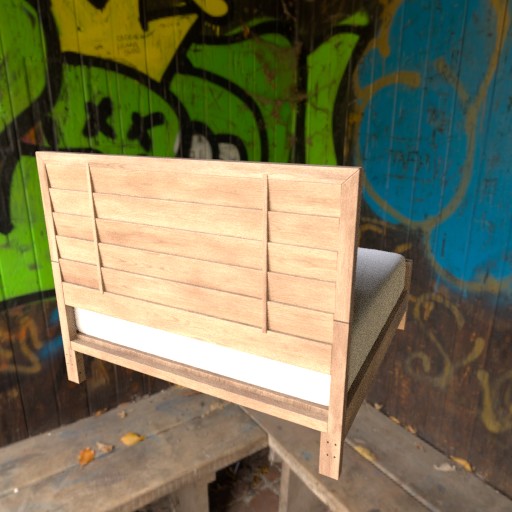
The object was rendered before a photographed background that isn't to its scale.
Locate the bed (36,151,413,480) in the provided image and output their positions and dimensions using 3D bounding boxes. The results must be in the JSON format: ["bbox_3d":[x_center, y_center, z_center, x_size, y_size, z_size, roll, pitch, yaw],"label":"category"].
[{"bbox_3d":[0.000,0.000,3.400,2.032,1.626,2.032,9,20,26],"label":"bed"}]
